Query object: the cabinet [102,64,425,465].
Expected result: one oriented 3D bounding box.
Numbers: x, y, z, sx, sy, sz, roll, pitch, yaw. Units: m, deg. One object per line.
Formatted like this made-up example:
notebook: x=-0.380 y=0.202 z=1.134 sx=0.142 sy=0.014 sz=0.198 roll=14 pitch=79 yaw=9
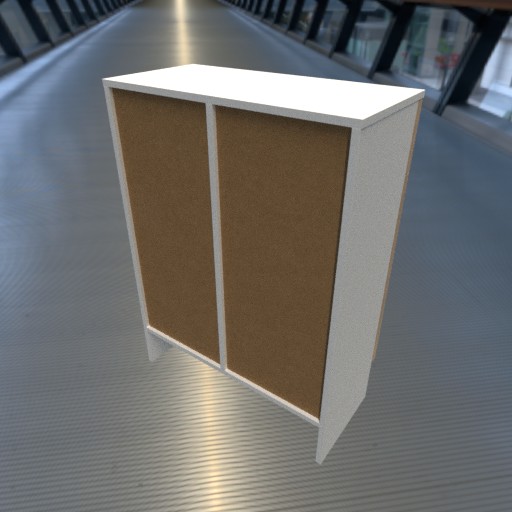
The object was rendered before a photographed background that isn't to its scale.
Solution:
cabinet: x=0.000 y=0.000 z=1.109 sx=0.600 sy=0.815 sz=0.296 roll=20 pitch=36 yaw=30
